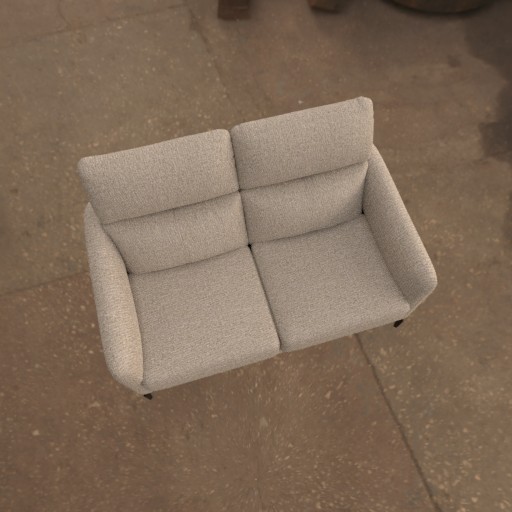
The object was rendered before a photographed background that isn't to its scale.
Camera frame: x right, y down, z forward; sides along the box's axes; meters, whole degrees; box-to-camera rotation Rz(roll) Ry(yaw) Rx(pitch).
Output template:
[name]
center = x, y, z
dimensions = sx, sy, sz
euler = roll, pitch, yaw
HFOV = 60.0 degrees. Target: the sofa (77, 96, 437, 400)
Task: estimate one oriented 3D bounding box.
[sofa]
center = 0.000, 0.000, 2.170
dimensions = 1.540, 0.950, 0.905
euler = -15, 64, -7
